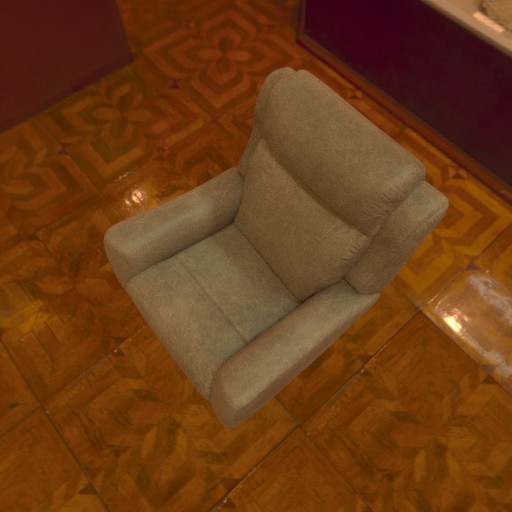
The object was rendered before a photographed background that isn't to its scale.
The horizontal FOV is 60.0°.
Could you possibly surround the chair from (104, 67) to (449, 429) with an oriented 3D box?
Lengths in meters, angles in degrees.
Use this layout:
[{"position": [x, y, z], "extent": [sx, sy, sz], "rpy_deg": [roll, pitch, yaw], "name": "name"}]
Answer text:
[{"position": [0.000, 0.000, 1.932], "extent": [1.068, 1.116, 0.965], "rpy_deg": [-36, 69, -16], "name": "chair"}]
